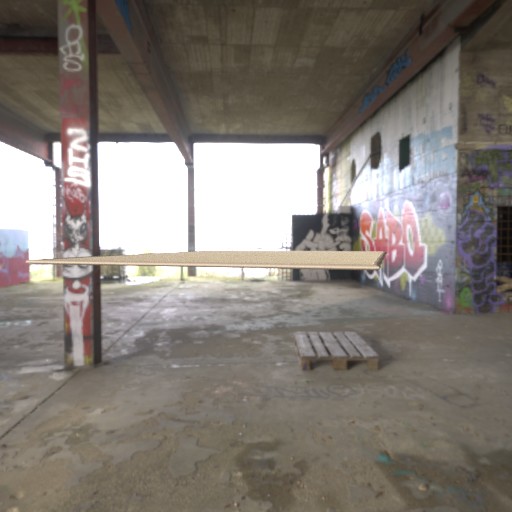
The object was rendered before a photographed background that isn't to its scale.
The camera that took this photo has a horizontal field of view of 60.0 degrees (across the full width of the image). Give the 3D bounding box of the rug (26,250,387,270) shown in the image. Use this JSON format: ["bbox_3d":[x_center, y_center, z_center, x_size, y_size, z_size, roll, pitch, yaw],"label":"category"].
[{"bbox_3d":[0.000,0.000,2.728,1.525,0.020,2.081,1,2,17],"label":"rug"}]
